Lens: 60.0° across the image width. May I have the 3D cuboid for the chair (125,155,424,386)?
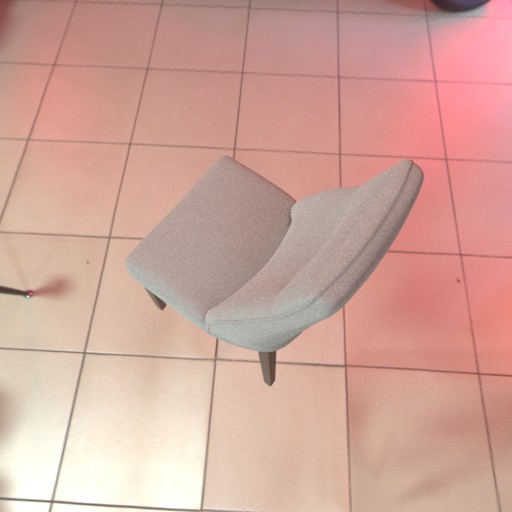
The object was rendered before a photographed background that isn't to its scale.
[{"bbox_3d":[0.000,0.000,1.294,0.620,0.930,0.500,33,69,14],"label":"chair"}]
